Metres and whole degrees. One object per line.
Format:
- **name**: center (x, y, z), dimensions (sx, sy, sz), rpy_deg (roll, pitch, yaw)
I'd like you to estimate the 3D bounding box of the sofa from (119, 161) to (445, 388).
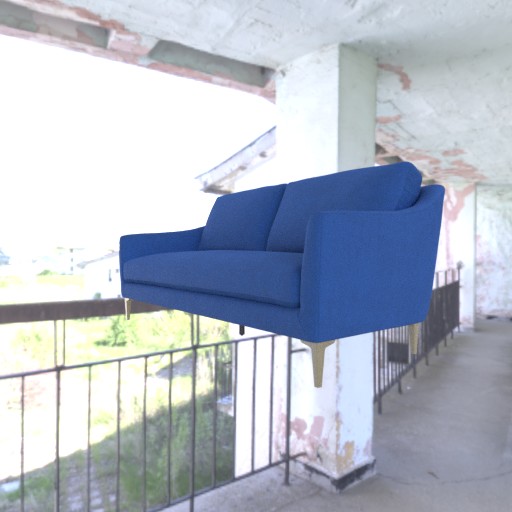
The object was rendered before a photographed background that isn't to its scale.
- **sofa**: center (0.000, 0.000, 2.569), dimensions (0.960, 0.903, 2.036), rpy_deg (0, 0, -36)
